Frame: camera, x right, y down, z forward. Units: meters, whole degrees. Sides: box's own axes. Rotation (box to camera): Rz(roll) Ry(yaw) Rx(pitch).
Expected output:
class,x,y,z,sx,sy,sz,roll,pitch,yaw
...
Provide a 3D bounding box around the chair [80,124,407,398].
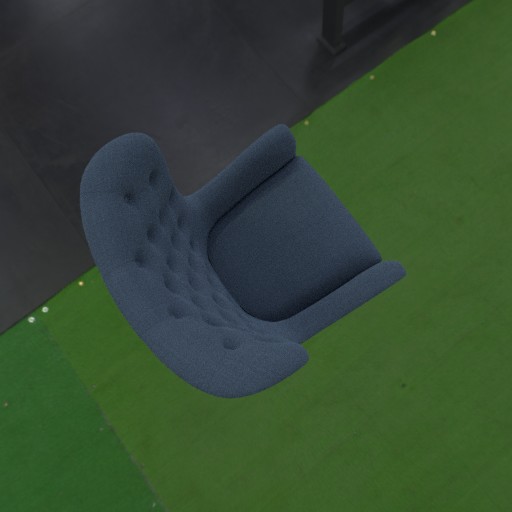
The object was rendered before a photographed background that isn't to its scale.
class,x,y,z,sx,sy,sz,roll,pitch,yaw
chair,0.000,0.000,1.731,0.930,1.079,0.831,-35,78,-8
